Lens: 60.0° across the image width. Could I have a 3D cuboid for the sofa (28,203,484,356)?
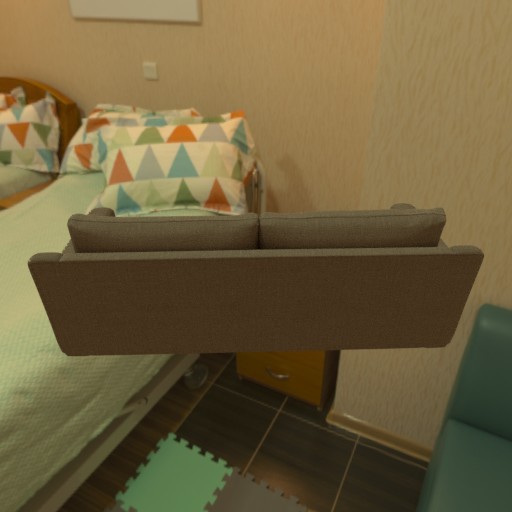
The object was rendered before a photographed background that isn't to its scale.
[{"bbox_3d":[0.000,0.000,2.692,2.208,0.857,1.000,-1,31,-2],"label":"sofa"}]
